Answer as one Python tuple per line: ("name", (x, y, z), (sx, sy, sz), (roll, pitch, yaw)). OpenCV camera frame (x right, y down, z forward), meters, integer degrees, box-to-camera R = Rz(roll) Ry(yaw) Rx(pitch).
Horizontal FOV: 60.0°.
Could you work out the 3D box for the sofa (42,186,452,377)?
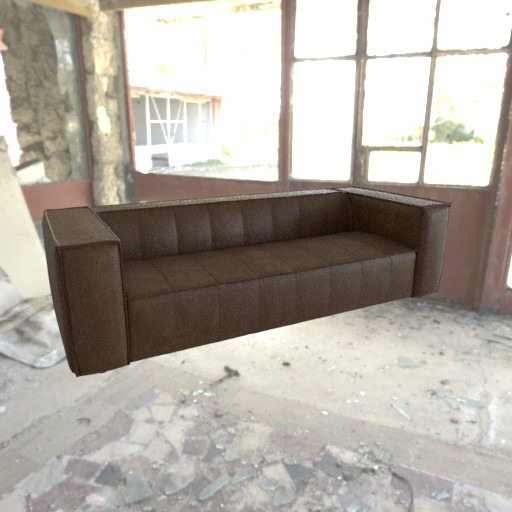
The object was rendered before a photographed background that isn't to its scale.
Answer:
("sofa", (0.000, 0.000, 3.038), (2.581, 0.701, 1.102), (-8, 18, -27))
